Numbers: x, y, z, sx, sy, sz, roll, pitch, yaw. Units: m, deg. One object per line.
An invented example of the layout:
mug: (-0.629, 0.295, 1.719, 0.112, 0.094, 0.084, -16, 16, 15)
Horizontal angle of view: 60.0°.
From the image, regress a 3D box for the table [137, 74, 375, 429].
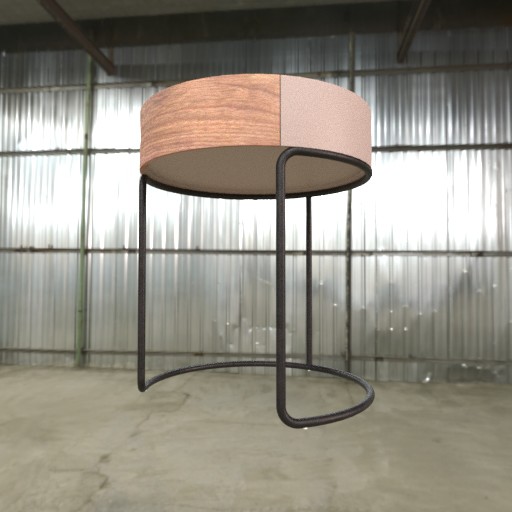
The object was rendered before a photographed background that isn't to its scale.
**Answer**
table: (0.000, 0.000, 0.877, 0.450, 0.530, 0.450, 0, -2, 0)
